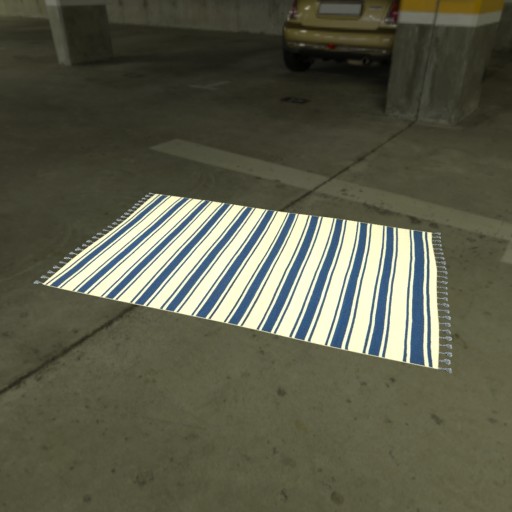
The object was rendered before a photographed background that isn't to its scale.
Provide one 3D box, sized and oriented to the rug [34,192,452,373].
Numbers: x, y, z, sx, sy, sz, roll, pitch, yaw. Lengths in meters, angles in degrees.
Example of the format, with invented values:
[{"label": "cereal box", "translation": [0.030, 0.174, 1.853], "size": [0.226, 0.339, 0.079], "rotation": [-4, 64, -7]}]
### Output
[{"label": "rug", "translation": [0.000, 0.000, 2.586], "size": [2.108, 0.009, 1.248], "rotation": [10, 33, 15]}]
